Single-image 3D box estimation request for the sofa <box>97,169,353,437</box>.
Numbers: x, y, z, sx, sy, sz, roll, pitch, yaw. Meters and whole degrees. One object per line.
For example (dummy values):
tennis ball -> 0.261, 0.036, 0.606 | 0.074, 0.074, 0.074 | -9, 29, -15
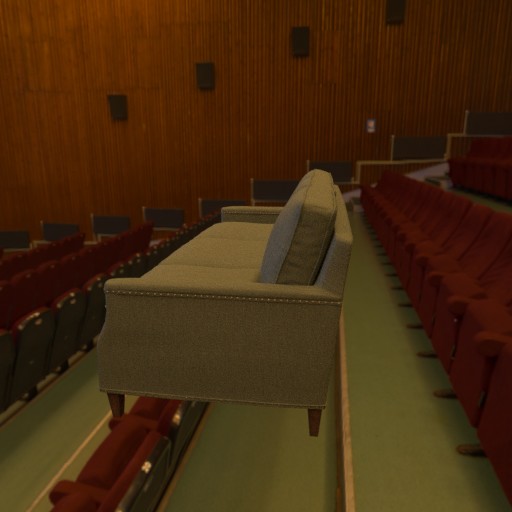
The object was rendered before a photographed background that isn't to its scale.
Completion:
sofa -> 0.000, 0.000, 2.840 | 1.084, 1.003, 2.246 | 2, 15, 8
